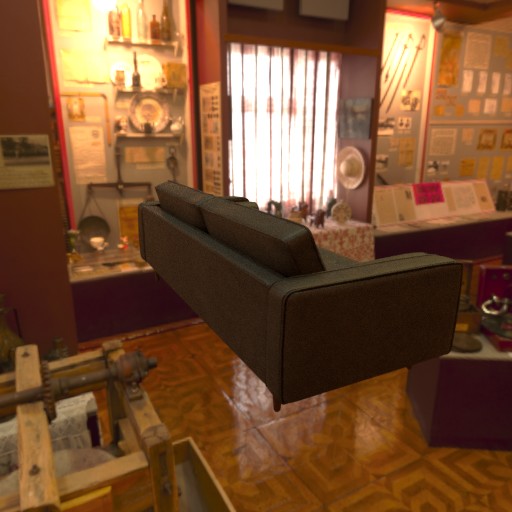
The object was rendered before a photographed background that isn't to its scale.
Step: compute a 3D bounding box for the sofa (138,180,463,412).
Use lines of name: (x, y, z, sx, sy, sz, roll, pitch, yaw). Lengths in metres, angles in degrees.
sofa: (0.000, 0.000, 2.652, 0.914, 0.762, 2.210, -8, 18, -26)
